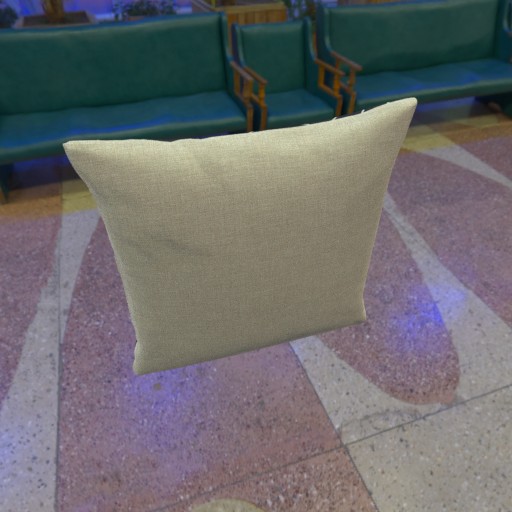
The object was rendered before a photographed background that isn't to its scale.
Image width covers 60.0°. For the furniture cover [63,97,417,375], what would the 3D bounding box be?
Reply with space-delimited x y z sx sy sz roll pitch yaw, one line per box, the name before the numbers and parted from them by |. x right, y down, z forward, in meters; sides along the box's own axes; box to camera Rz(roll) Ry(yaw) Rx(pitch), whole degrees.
furniture cover | 0.000 0.000 0.785 0.517 0.508 0.158 -11 41 -13
